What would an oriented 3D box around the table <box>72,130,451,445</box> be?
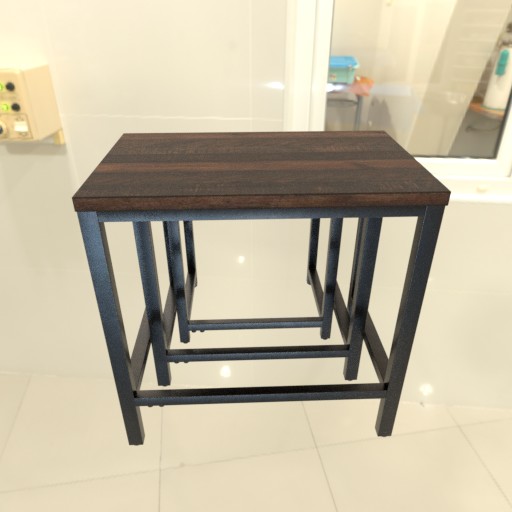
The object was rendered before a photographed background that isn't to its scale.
[{"bbox_3d":[0.000,0.000,1.147,0.608,0.616,0.660,-1,31,-2],"label":"table"}]
